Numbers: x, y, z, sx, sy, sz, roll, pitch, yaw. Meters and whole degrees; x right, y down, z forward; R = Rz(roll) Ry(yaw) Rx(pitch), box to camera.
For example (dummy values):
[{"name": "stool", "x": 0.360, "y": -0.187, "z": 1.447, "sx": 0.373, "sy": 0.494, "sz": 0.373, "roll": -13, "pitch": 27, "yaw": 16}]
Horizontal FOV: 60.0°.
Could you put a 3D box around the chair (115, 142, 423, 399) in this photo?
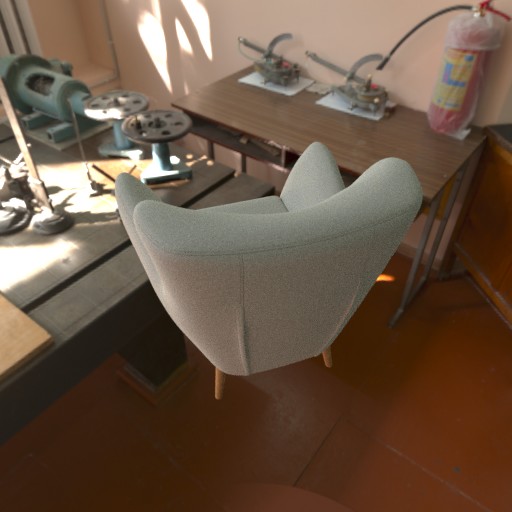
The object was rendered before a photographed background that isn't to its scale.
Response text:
[{"name": "chair", "x": 0.000, "y": 0.000, "z": 1.620, "sx": 0.890, "sy": 0.889, "sz": 0.889, "roll": -12, "pitch": 43, "yaw": -14}]
